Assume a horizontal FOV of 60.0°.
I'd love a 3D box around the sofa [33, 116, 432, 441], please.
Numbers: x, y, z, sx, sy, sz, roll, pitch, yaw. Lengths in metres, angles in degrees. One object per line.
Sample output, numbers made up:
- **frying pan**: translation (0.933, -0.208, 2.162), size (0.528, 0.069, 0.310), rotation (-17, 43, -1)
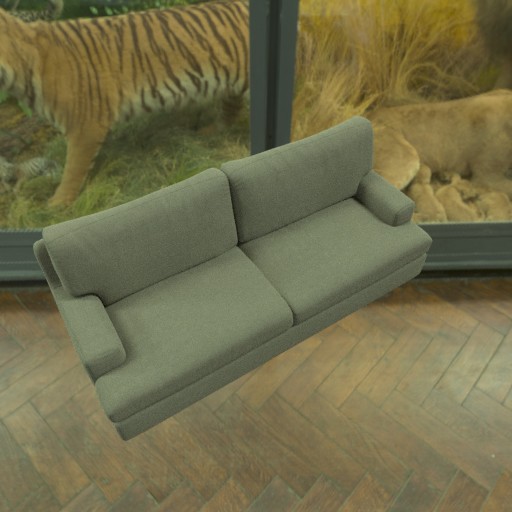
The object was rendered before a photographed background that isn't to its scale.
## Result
- **sofa**: translation (0.000, 0.000, 2.814), size (2.354, 0.980, 0.962), rotation (-25, 51, -22)
